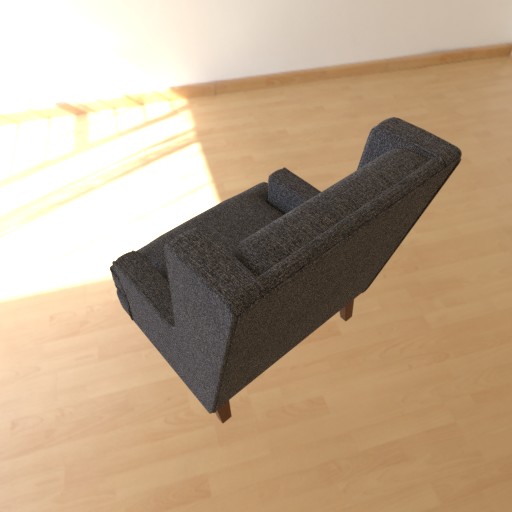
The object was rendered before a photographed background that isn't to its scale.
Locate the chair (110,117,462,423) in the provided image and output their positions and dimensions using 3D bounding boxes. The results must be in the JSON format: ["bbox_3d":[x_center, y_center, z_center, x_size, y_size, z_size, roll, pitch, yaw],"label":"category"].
[{"bbox_3d":[0.000,0.000,1.801,0.942,1.082,0.927,-33,56,-26],"label":"chair"}]
